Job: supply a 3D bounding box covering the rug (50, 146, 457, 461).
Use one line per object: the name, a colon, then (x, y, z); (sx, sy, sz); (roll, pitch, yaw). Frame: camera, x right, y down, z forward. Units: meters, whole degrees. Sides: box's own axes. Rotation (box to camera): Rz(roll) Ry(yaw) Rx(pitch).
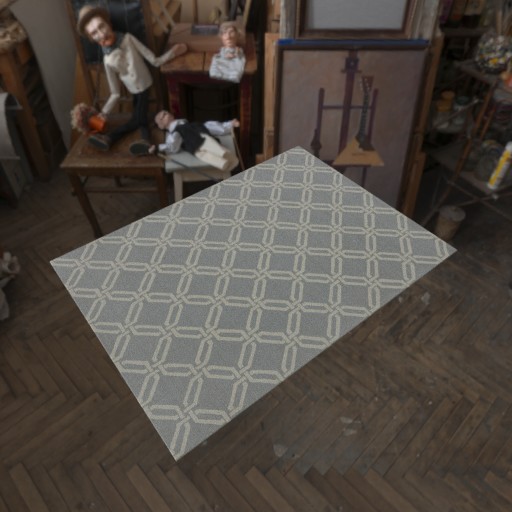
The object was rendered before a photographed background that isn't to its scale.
rug: (0.000, 0.000, 4.507); (3.353, 0.013, 2.438); (-30, 54, -25)
